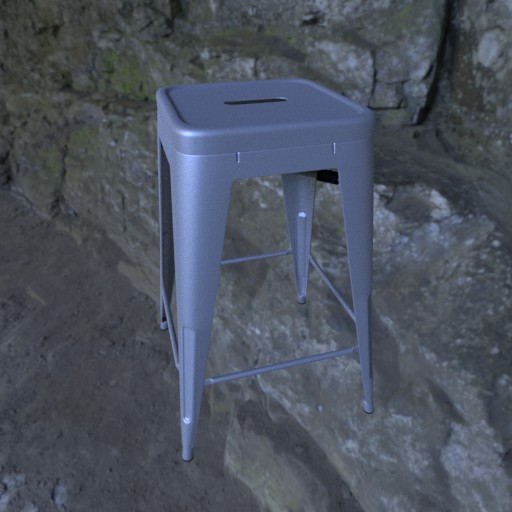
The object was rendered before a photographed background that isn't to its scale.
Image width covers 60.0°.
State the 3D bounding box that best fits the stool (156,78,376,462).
[{"bbox_3d":[0.000,0.000,0.887,0.406,0.610,0.406,-9,33,-14],"label":"stool"}]
